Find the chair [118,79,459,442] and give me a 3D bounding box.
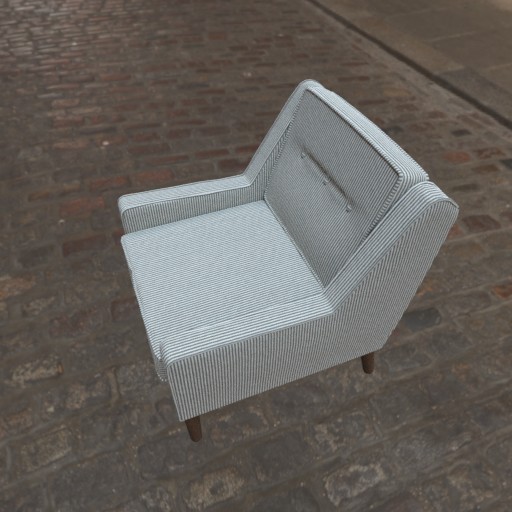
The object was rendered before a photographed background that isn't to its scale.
[{"bbox_3d":[0.000,0.000,1.348,0.743,0.792,0.663,-16,48,-15],"label":"chair"}]
